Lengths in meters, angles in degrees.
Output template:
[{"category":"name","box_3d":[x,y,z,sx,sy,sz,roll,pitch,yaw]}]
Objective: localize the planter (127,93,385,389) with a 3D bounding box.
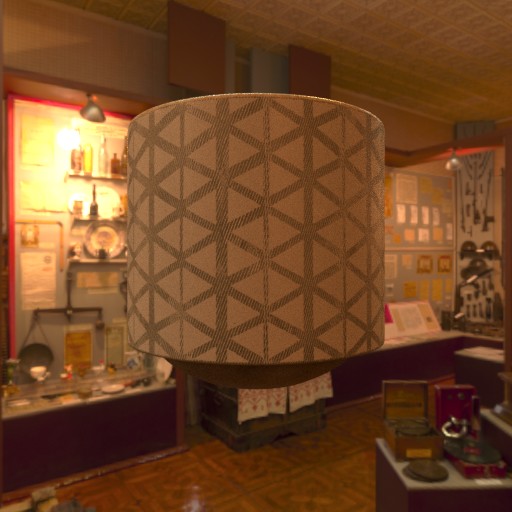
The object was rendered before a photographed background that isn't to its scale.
[{"category":"planter","box_3d":[0.000,0.000,0.341,0.190,0.181,0.190,0,0,0]}]
